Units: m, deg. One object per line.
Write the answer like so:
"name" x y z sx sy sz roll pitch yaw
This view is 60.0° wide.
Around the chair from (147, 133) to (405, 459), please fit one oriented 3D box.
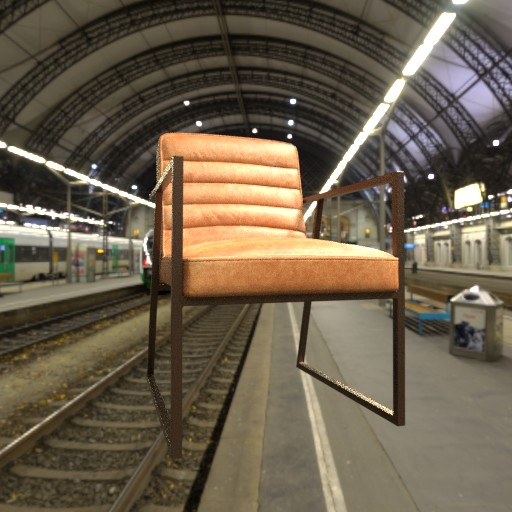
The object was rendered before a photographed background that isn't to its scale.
"chair" 0.000 0.000 1.286 0.571 0.832 0.677 0 0 -18
